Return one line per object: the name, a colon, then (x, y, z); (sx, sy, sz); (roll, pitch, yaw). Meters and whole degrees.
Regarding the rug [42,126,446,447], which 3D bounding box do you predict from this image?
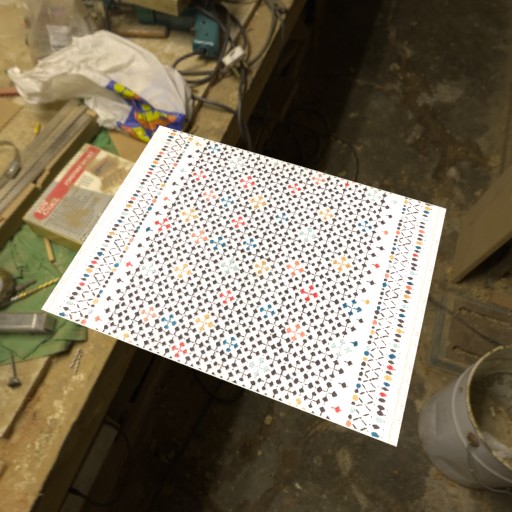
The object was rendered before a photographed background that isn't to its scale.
rug: (0.000, 0.000, 4.197); (3.196, 0.007, 2.354); (18, 63, 10)
